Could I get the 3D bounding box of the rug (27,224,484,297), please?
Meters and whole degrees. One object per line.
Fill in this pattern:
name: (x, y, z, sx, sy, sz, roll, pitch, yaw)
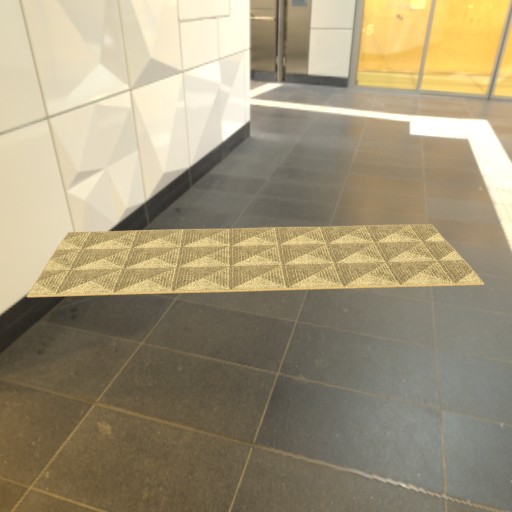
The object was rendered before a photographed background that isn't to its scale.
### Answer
rug: (0.000, 0.000, 2.372, 2.182, 0.015, 0.645, -1, 31, -2)
